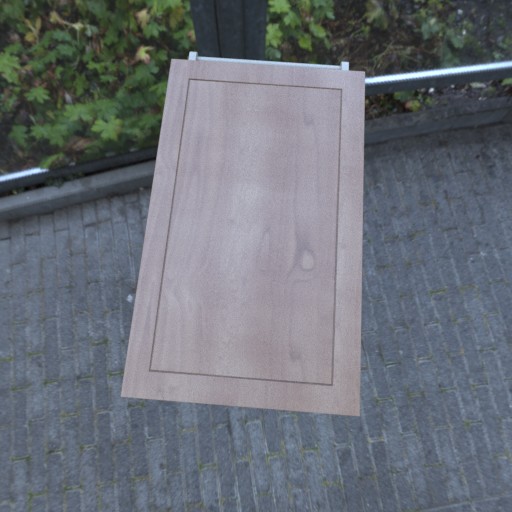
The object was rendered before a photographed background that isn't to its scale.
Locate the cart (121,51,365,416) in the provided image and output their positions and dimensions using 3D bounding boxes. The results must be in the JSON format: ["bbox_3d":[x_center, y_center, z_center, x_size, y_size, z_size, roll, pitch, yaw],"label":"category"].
[{"bbox_3d":[0.000,0.000,1.385,0.459,0.901,0.840,4,75,1],"label":"cart"}]
